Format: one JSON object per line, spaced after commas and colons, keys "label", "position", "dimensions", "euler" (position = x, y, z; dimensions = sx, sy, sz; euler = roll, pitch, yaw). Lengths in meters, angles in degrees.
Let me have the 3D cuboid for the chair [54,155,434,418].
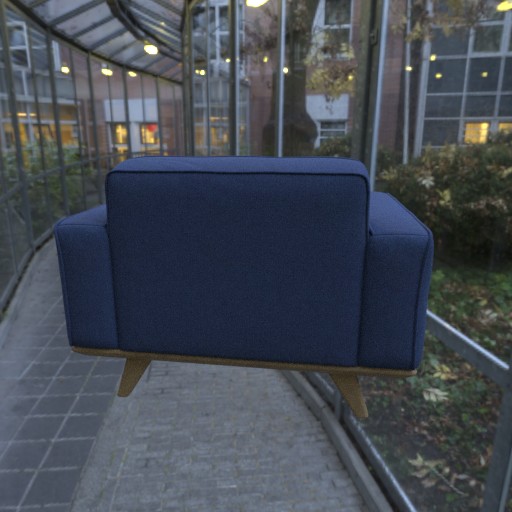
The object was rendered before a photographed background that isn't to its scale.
{"label": "chair", "position": [0.000, 0.000, 1.711], "dimensions": [1.118, 0.783, 0.953], "euler": [2, 15, 8]}
